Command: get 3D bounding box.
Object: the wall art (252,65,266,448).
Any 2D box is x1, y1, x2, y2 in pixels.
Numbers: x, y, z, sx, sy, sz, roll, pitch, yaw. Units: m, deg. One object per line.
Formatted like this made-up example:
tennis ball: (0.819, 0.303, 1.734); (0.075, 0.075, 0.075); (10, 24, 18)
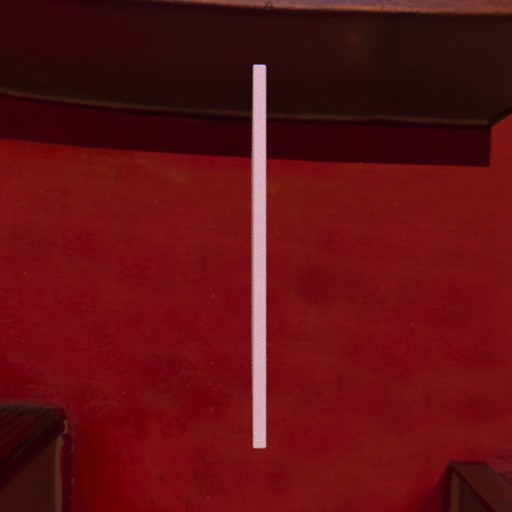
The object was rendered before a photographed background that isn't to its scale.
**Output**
wall art: (0.000, 0.000, 0.620); (0.011, 0.482, 0.329); (0, 90, -1)
